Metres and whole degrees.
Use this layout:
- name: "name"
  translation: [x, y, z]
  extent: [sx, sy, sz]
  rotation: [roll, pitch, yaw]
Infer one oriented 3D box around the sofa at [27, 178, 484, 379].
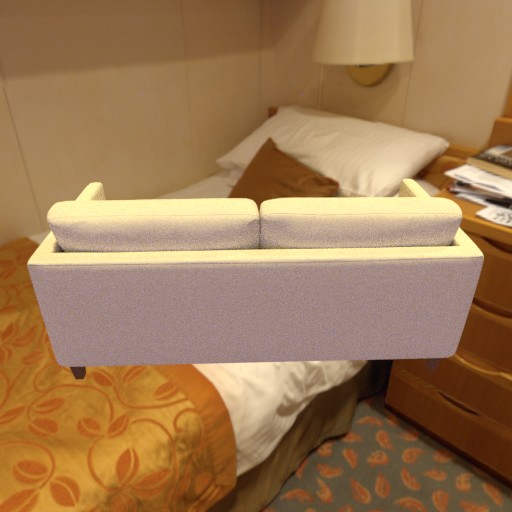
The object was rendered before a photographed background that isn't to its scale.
- name: "sofa"
  translation: [0.000, 0.000, 2.410]
  extent: [1.981, 0.889, 0.965]
  rotation: [-1, 31, -2]
